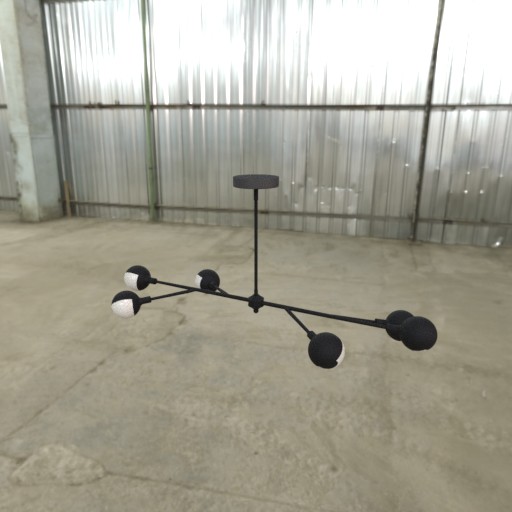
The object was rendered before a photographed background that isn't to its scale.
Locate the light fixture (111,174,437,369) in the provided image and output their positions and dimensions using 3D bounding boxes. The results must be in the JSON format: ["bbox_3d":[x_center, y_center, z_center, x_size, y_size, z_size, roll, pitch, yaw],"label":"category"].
[{"bbox_3d":[0.000,0.000,1.021,0.778,0.362,0.434,15,22,42],"label":"light fixture"}]
